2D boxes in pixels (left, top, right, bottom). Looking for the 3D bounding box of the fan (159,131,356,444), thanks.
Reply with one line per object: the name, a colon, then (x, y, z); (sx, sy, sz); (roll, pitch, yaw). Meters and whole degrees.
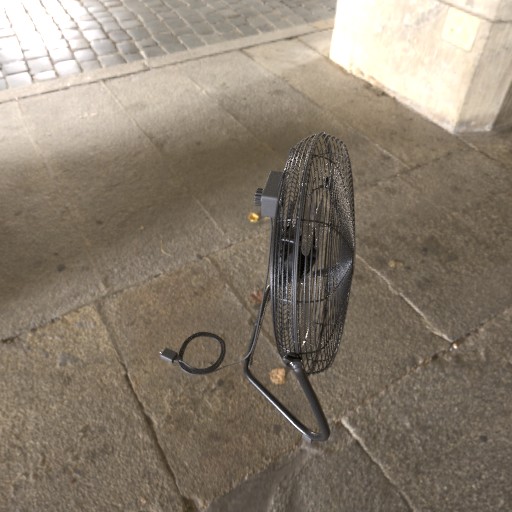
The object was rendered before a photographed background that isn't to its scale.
fan: (0.000, 0.000, 1.039); (0.470, 0.605, 0.595); (10, 48, 9)
